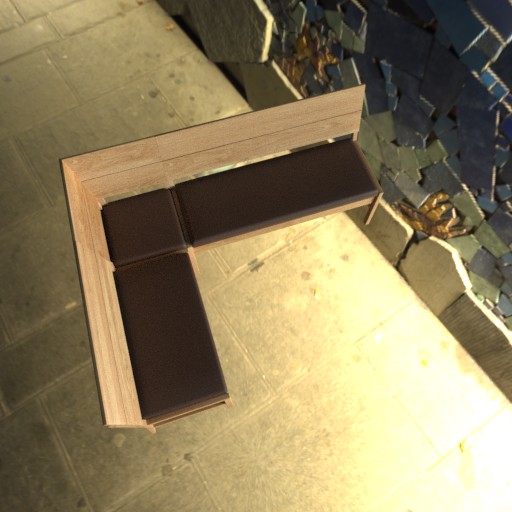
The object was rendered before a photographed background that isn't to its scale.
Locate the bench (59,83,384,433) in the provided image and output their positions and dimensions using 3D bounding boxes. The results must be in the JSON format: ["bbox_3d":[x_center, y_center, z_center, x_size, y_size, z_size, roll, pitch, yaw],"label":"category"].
[{"bbox_3d":[0.000,0.000,2.824,1.975,0.890,1.549,-17,66,-8],"label":"bench"}]
